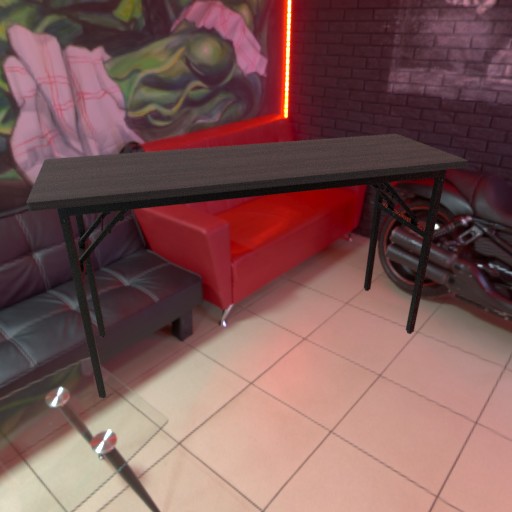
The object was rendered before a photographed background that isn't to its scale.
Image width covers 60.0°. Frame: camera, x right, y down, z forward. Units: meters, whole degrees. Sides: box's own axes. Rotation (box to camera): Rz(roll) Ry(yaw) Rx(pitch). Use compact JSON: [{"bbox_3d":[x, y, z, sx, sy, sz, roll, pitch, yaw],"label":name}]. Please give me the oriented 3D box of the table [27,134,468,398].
[{"bbox_3d":[0.000,0.000,1.707,1.399,0.750,0.449,-8,29,-15],"label":"table"}]
